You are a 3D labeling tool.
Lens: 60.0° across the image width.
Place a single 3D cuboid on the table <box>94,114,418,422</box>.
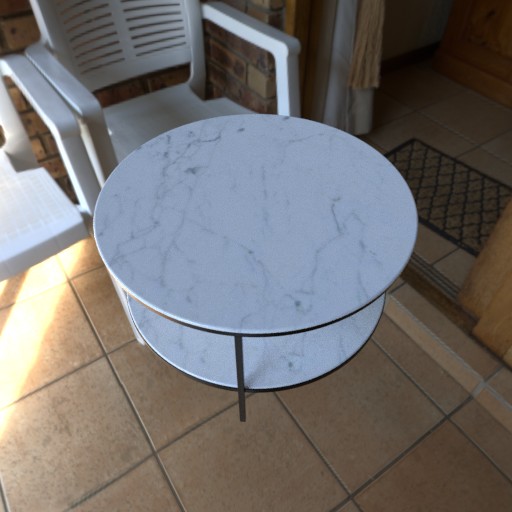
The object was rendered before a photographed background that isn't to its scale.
[{"bbox_3d":[0.000,0.000,1.288,0.800,0.450,0.800,0,48,0],"label":"table"}]
